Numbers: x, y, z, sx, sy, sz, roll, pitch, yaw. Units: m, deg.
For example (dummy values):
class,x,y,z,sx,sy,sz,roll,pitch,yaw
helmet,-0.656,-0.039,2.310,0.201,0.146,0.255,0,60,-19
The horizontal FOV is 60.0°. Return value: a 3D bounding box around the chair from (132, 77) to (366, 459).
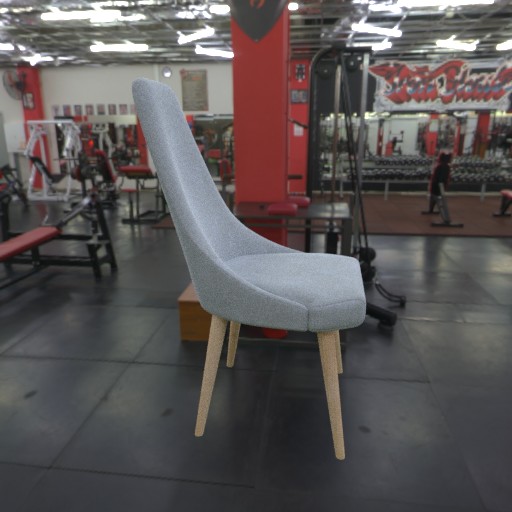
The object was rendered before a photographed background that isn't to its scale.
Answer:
class,x,y,z,sx,sy,sz,roll,pitch,yaw
chair,0.000,0.000,1.388,0.660,1.040,0.510,3,16,9
